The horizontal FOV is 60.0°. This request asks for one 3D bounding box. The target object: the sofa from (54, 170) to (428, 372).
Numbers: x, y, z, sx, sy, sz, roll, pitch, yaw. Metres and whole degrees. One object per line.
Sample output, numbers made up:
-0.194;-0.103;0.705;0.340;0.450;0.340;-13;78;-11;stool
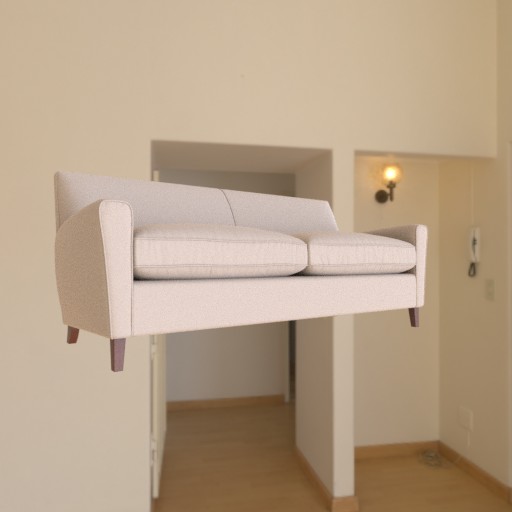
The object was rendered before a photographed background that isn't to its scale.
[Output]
0.000;0.000;2.449;2.000;0.846;0.875;0;-1;-36;sofa
